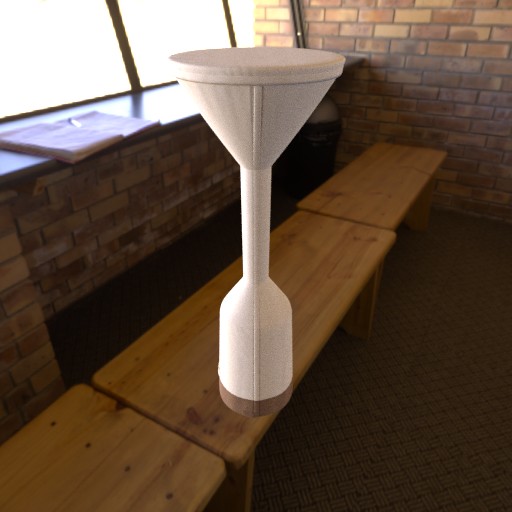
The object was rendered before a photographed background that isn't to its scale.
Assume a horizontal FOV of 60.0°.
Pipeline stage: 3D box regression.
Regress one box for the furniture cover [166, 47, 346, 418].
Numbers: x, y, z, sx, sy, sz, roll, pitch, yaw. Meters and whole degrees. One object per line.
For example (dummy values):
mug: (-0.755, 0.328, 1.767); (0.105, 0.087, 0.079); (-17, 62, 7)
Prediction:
furniture cover: (0.000, 0.000, 2.905); (0.914, 2.413, 0.914); (-1, 30, -1)
